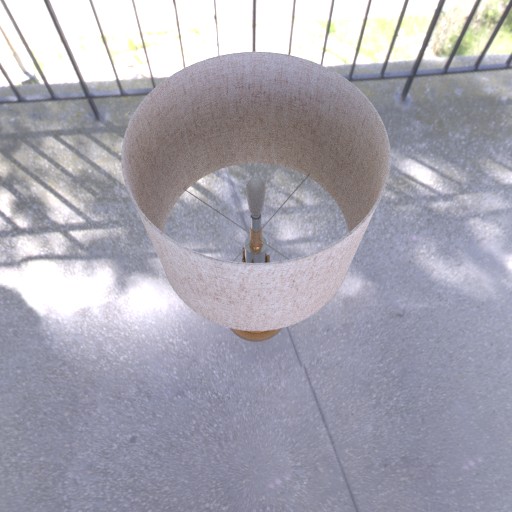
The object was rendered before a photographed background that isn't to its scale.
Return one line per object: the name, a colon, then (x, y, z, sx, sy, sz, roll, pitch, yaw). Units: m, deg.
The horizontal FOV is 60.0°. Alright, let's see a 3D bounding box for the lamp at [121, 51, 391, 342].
lamp: (0.000, 0.000, 0.806, 0.321, 0.610, 0.321, -5, 64, -3)
